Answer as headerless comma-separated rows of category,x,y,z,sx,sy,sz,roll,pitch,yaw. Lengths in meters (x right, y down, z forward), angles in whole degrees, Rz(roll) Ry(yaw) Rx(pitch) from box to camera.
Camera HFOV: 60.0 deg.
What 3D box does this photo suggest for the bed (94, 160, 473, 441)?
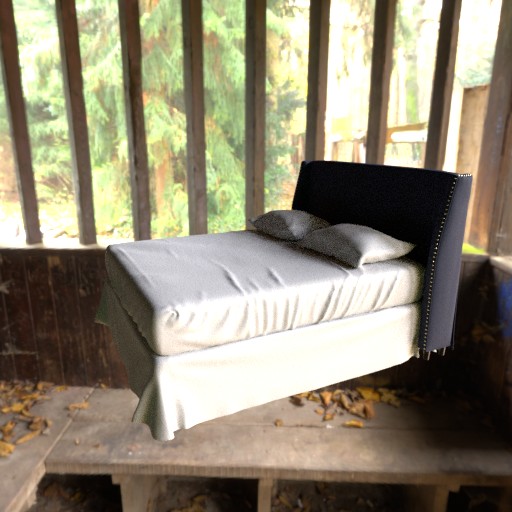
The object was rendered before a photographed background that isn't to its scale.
bed,0.000,0.000,3.405,2.276,1.332,1.925,-7,17,-26
